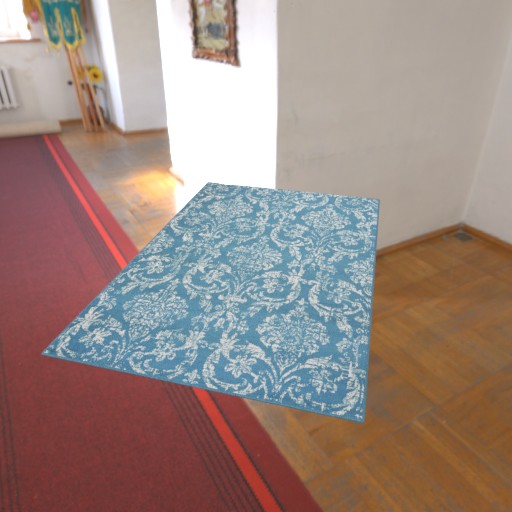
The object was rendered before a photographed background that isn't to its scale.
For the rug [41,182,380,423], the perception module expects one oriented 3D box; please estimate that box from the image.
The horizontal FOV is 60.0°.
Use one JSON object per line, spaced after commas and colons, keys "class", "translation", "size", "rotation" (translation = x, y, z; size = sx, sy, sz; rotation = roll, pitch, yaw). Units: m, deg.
{"class": "rug", "translation": [0.000, 0.000, 3.473], "size": [1.816, 0.018, 2.746], "rotation": [8, 32, 13]}
